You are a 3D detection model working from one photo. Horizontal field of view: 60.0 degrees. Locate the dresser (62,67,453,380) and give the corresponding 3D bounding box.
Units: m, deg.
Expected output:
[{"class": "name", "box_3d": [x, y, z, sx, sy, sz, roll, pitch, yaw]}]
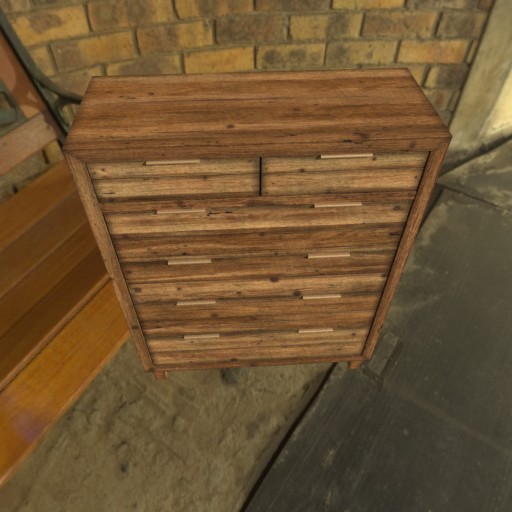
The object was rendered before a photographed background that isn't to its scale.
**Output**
[{"class": "dresser", "box_3d": [0.000, 0.000, 1.846, 1.067, 1.359, 0.438, -3, 47, -2]}]
